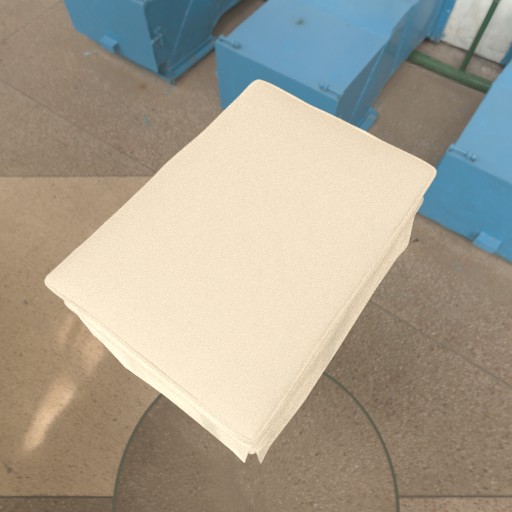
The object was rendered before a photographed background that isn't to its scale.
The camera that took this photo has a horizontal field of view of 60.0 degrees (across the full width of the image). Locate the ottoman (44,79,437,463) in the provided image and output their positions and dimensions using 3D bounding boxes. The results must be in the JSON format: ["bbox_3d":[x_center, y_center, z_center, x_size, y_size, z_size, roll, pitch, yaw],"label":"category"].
[{"bbox_3d":[0.000,0.000,1.340,0.703,0.479,0.944,33,67,16],"label":"ottoman"}]
